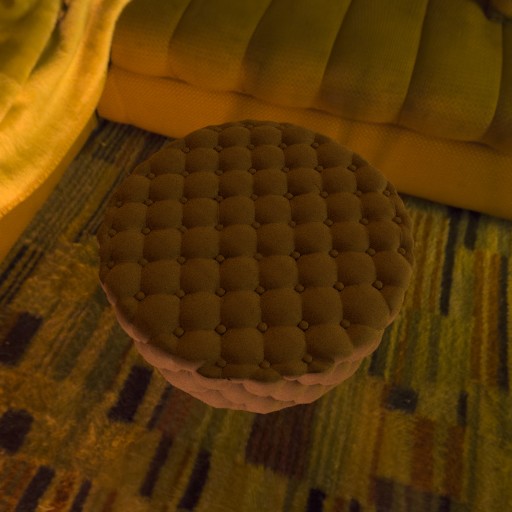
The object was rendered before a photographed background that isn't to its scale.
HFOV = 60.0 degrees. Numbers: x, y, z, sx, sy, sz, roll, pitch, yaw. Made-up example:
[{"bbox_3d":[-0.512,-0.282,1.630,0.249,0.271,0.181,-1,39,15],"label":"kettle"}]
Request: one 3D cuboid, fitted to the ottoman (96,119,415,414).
[{"bbox_3d":[0.000,0.000,1.531,0.998,0.399,0.998,0,59,0],"label":"ottoman"}]
